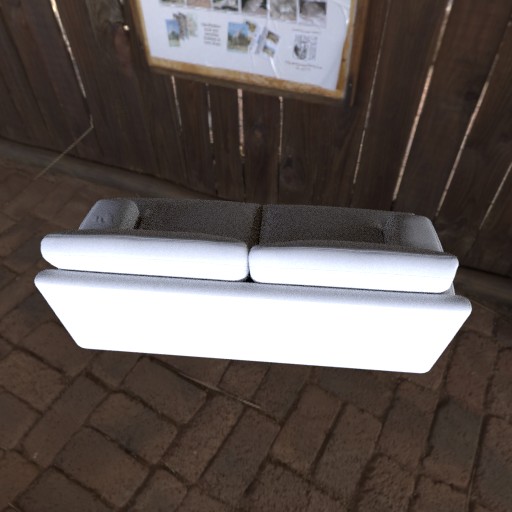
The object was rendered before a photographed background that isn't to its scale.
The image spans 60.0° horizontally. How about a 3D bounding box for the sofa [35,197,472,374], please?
[{"bbox_3d":[0.000,0.000,2.775,2.261,0.940,1.143,3,46,3],"label":"sofa"}]
